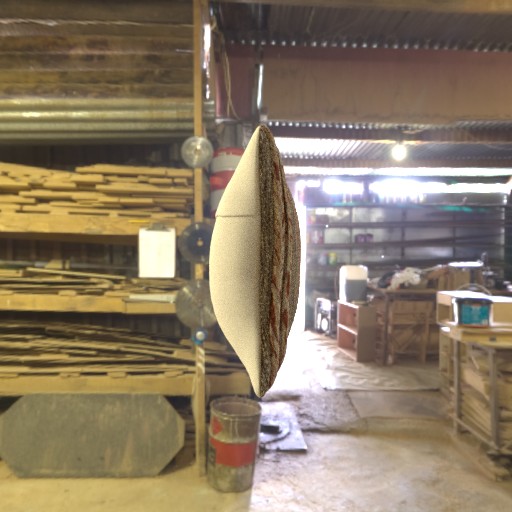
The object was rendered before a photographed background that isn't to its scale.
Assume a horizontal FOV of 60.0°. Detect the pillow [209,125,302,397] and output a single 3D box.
[{"bbox_3d":[0.000,0.000,0.756,0.139,0.282,0.635,0,1,0],"label":"pillow"}]
